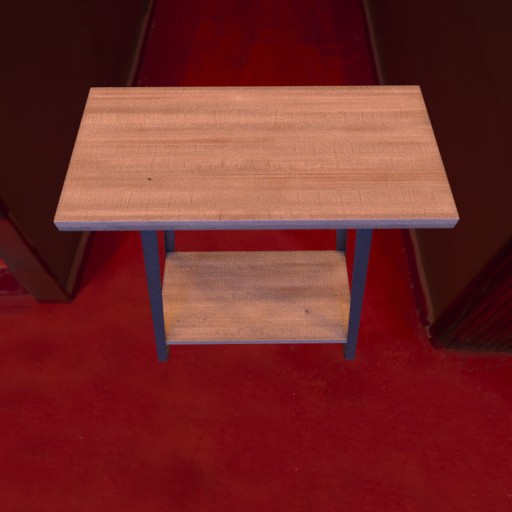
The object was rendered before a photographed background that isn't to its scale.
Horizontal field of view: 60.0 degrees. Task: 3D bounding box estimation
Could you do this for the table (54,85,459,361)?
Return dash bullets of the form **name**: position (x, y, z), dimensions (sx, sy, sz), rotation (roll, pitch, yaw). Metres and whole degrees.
- **table**: position (0.000, 0.000, 1.030), dimensions (0.599, 0.701, 0.300), rotation (0, 59, 0)
